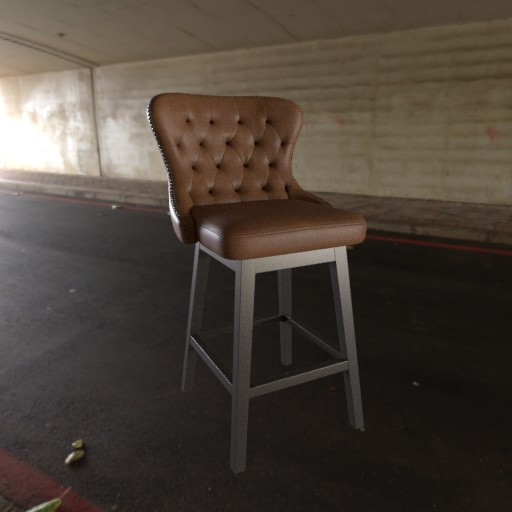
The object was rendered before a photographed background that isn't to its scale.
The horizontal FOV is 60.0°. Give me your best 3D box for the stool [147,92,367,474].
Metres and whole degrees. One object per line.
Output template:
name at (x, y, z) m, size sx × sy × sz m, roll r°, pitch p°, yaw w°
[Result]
stool at (0.000, 0.000, 1.362) m, size 0.528 × 0.971 × 0.593 m, roll -8°, pitch 18°, yaw -26°
